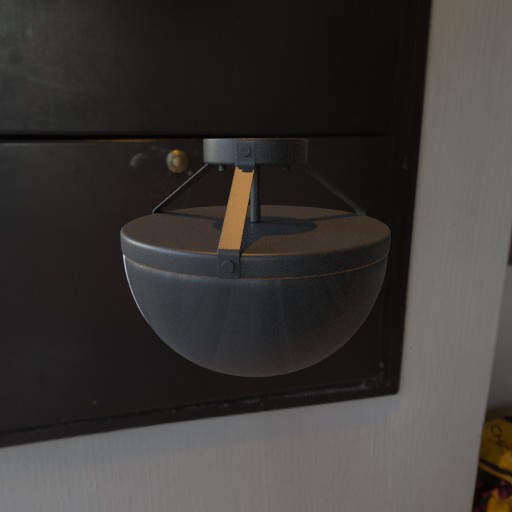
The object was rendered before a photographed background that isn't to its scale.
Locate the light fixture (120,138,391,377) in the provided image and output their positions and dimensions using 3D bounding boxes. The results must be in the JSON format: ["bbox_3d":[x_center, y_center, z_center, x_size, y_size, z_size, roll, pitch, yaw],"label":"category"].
[{"bbox_3d":[0.000,0.000,0.527,0.304,0.269,0.304,0,14,0],"label":"light fixture"}]
